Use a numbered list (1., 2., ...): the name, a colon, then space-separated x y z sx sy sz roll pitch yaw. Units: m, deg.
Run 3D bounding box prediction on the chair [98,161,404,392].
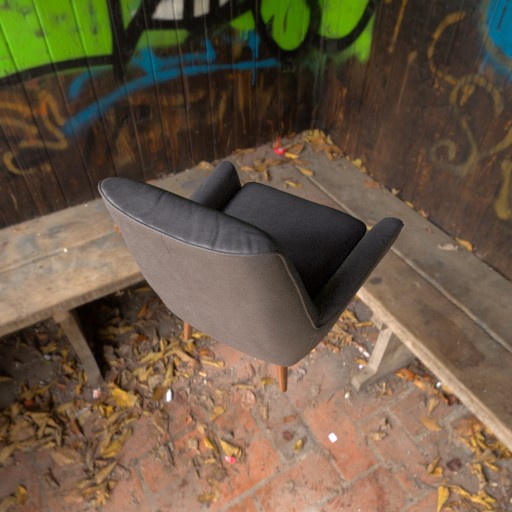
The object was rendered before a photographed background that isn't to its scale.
1. chair: 0.000 0.000 1.523 0.787 0.888 0.822 23 49 21
